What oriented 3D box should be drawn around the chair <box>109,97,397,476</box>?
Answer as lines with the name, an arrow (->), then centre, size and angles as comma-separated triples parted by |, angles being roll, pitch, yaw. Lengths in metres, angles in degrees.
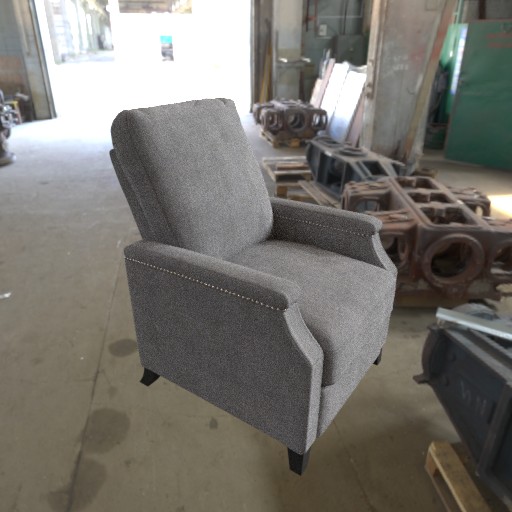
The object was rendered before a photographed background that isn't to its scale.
chair -> 0.000, 0.000, 1.642 | 0.922, 1.049, 0.710 | 17, 31, 31
